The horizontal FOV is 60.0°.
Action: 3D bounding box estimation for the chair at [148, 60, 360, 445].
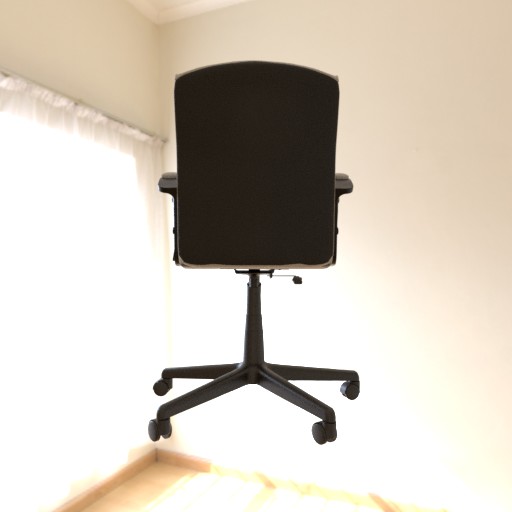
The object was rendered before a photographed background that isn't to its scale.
[{"bbox_3d":[0.000,0.000,1.472,0.739,1.004,0.717,0,-1,-1],"label":"chair"}]
